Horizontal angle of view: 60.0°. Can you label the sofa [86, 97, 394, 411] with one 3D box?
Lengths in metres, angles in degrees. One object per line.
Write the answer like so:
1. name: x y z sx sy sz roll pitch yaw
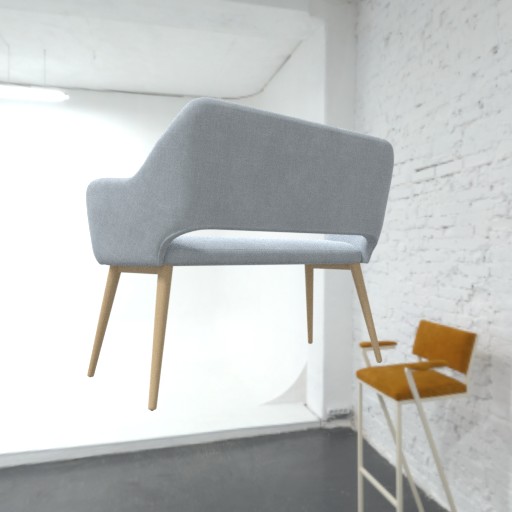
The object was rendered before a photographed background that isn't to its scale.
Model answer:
1. sofa: 0.000 0.000 1.608 1.150 0.840 0.610 0 0 -35
